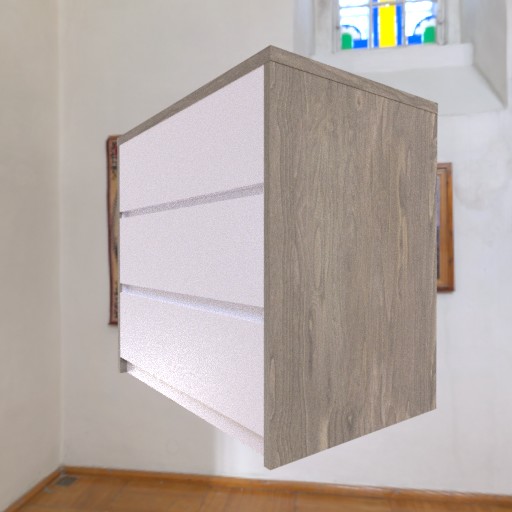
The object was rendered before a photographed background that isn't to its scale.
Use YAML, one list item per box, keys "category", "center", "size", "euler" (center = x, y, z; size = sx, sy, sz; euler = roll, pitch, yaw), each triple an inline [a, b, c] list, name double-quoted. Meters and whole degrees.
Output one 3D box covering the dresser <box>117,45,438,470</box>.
- category: "dresser"
  center: [0.000, 0.000, 1.276]
  size: [0.529, 0.762, 0.809]
  euler: [0, 1, -36]
